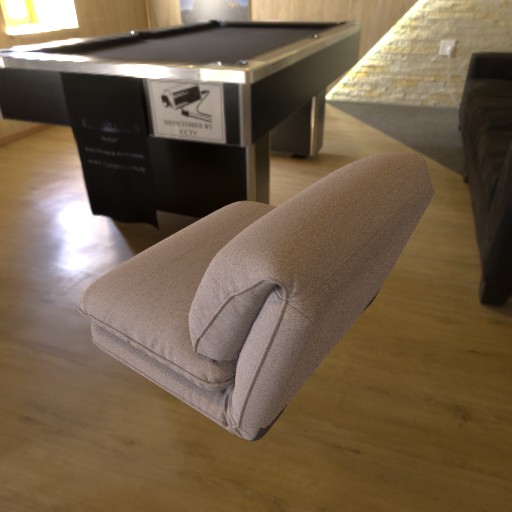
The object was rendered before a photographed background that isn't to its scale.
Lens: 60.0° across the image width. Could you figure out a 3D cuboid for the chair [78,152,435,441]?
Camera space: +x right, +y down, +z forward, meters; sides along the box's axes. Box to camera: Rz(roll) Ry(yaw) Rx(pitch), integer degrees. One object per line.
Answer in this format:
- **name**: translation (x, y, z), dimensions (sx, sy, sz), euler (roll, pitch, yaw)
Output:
- **chair**: translation (0.000, 0.000, 1.348), dimensions (0.780, 0.580, 0.820), euler (21, 37, 30)
